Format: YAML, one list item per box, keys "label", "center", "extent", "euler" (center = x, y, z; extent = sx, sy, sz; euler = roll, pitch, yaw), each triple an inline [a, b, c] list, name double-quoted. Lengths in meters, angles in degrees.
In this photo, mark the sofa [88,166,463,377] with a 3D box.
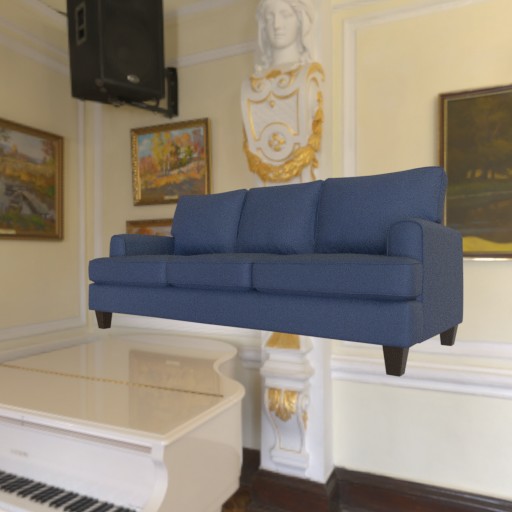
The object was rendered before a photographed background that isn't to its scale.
- label: "sofa"
  center: [0.000, 0.000, 2.683]
  extent: [2.158, 0.965, 0.951]
  euler: [0, 0, 37]
